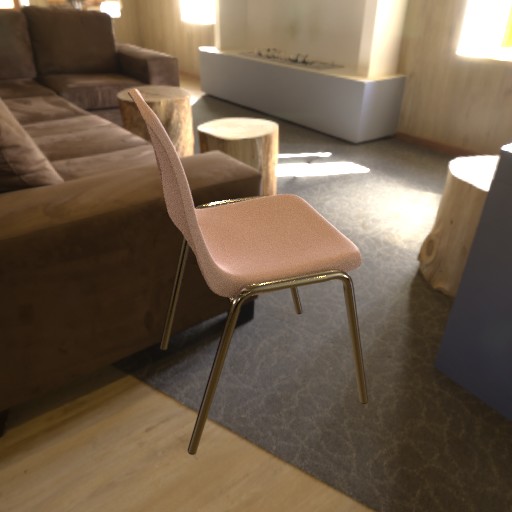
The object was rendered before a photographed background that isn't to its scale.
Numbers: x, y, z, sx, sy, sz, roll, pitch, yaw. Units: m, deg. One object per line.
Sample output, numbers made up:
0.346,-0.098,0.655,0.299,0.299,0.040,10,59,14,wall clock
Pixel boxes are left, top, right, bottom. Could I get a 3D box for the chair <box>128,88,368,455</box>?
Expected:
0.000,0.000,0.962,0.436,0.704,0.381,-11,33,-17,chair
